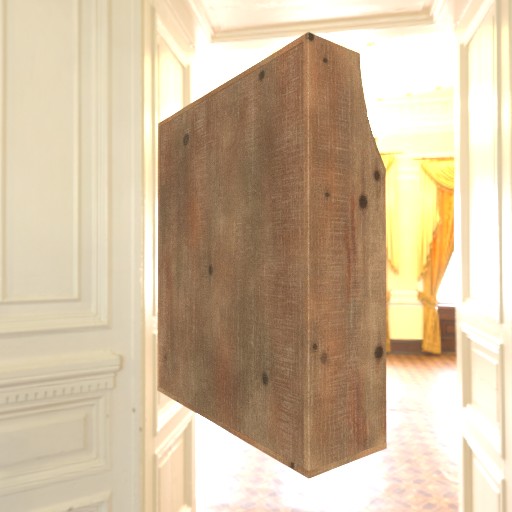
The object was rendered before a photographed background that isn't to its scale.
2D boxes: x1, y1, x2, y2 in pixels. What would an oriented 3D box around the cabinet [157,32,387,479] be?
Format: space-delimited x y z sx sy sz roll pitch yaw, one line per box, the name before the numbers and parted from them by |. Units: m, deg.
cabinet | 0.000 0.000 0.836 0.184 0.590 0.489 0 -1 -36
